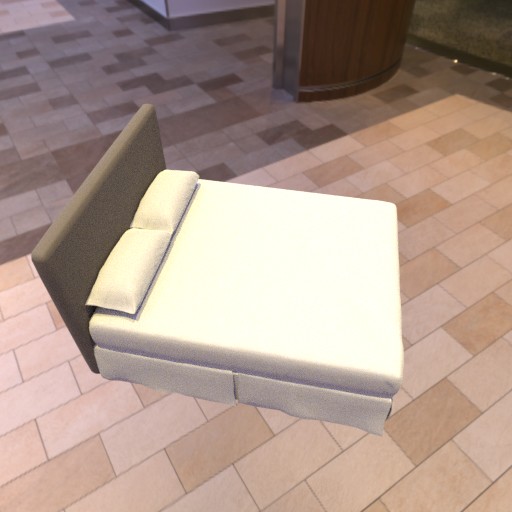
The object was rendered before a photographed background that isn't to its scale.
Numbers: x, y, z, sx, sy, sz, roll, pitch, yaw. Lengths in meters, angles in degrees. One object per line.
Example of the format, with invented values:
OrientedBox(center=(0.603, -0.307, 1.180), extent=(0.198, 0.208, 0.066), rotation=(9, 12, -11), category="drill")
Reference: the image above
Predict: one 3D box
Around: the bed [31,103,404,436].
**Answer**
OrientedBox(center=(0.000, 0.000, 3.209), extent=(2.142, 1.330, 1.748), rotation=(8, 47, 8), category="bed")
